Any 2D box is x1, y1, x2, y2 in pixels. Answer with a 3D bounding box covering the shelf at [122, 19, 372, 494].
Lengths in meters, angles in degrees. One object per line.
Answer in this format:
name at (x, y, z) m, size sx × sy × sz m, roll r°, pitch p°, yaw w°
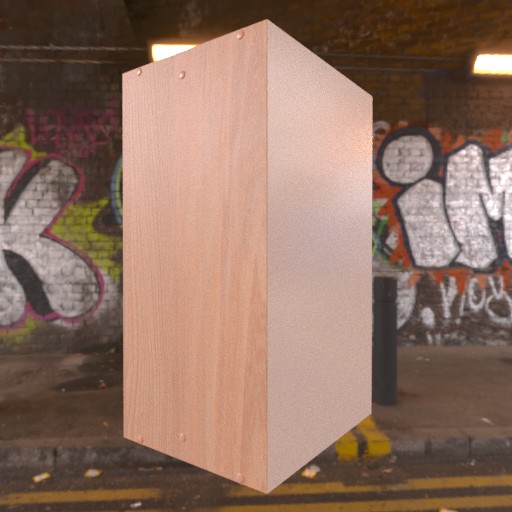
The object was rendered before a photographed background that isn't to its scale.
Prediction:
shelf at (0.000, 0.000, 0.785) m, size 0.290 × 0.600 × 0.350 m, roll 0°, pitch 1°, yaw 36°
